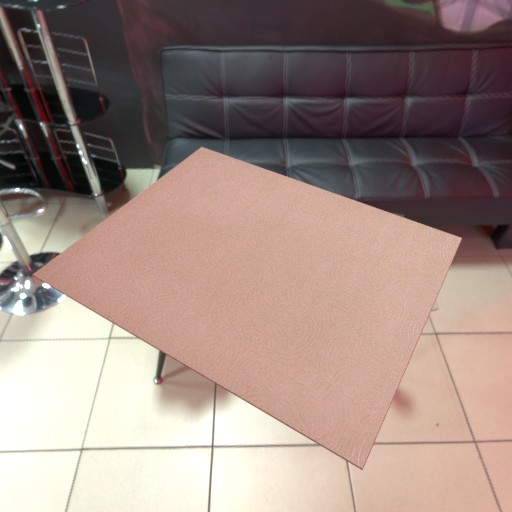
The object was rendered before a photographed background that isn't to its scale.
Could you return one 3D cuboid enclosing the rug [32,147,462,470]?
[{"bbox_3d":[0.000,0.000,3.392,2.584,0.011,2.073,24,50,22],"label":"rug"}]
